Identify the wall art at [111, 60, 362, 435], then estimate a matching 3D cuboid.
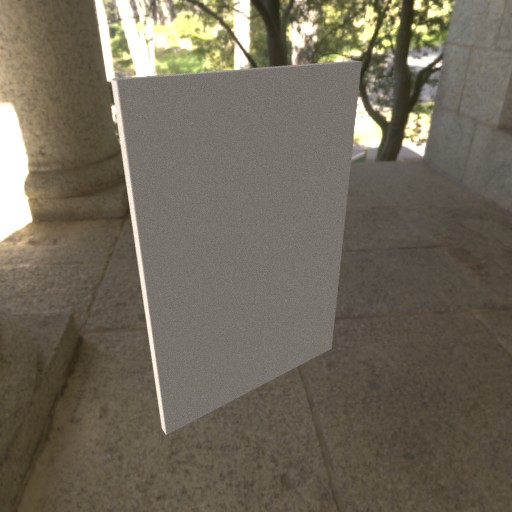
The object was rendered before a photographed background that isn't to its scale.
[{"bbox_3d":[0.000,0.000,1.040,0.556,0.813,0.026,-19,34,-31],"label":"wall art"}]
